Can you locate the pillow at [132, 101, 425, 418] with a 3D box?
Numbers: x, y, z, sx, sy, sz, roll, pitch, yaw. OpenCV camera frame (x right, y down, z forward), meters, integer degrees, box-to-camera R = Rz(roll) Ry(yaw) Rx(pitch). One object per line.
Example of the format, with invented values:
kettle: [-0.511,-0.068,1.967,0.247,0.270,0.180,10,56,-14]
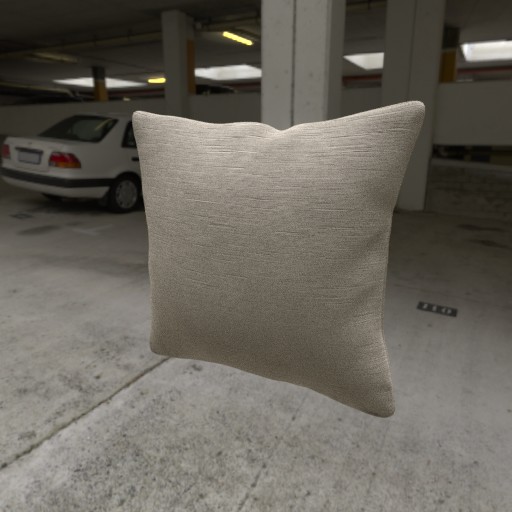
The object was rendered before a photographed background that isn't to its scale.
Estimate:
pillow: [0.000,0.000,0.656,0.437,0.420,0.162,8,17,27]
